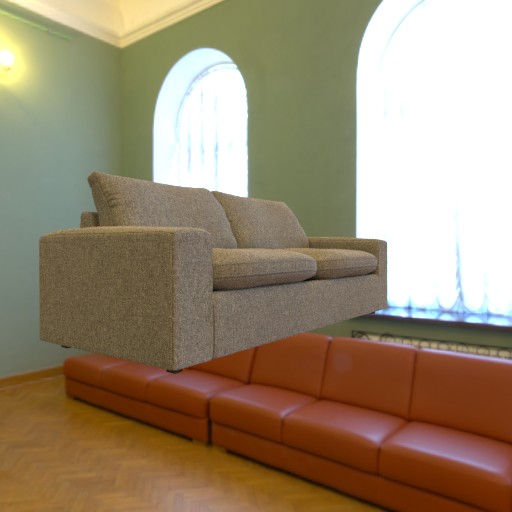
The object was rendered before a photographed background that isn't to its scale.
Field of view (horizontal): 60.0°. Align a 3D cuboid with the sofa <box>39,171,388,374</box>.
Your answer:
[{"bbox_3d":[0.000,0.000,2.856,1.040,0.922,2.299,1,1,36],"label":"sofa"}]
